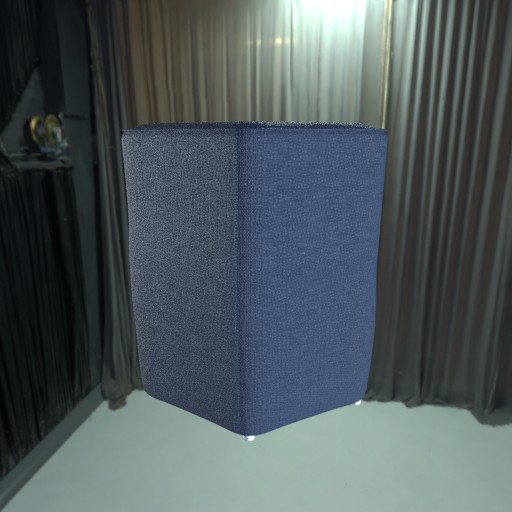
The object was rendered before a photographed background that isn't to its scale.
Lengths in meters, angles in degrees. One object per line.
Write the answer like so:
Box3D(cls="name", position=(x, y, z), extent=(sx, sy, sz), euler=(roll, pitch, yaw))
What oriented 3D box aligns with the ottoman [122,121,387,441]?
Box3D(cls="ottoman", position=(0.000, 0.000, 0.885), extent=(0.454, 0.505, 0.492), euler=(2, 15, 7))
